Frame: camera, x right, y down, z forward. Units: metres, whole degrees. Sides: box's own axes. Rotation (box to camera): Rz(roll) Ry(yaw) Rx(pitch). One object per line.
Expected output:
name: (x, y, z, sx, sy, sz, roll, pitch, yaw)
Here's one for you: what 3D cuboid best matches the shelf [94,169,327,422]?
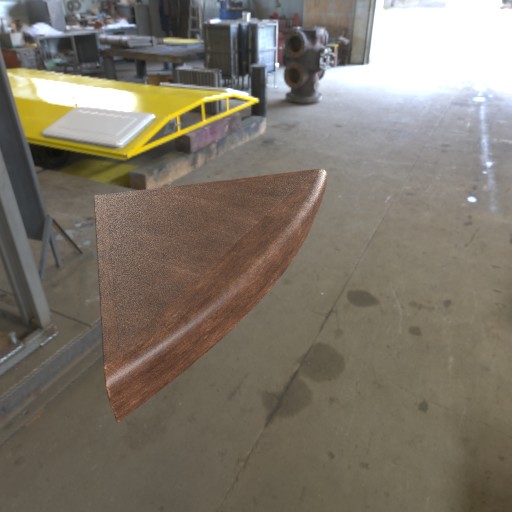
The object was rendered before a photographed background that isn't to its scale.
shelf: (0.000, 0.000, 0.463, 0.310, 0.050, 0.310, -10, 33, -15)
